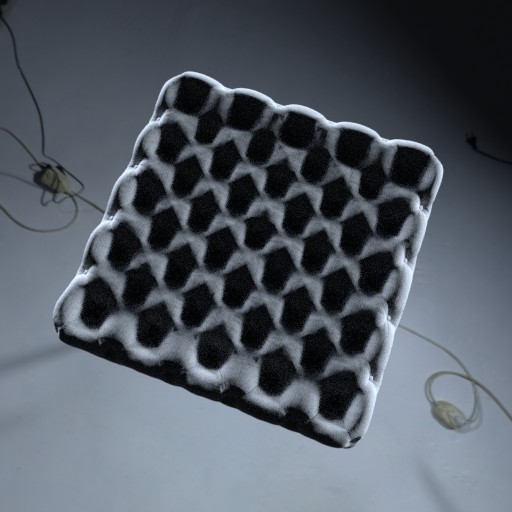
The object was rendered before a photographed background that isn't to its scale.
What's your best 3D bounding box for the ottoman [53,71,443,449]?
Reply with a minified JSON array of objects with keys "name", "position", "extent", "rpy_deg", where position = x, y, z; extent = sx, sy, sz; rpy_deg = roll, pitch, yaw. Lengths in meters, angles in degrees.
[{"name":"ottoman","position":[0.000,0.000,1.185],"extent":[0.758,0.365,0.764],"rpy_deg":[20,76,5]}]
